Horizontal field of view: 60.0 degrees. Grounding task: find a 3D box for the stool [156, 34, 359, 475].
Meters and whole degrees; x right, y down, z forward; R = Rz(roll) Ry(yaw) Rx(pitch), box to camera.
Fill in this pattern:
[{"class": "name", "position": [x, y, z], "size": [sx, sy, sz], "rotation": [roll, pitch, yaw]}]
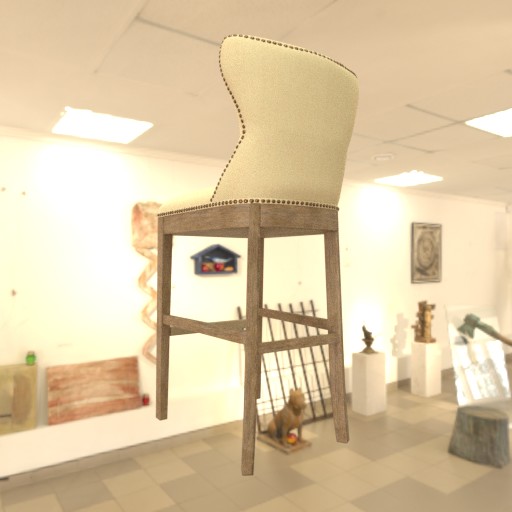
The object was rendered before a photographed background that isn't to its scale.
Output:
[{"class": "stool", "position": [0.000, 0.000, 1.419], "size": [0.494, 1.123, 0.606], "rotation": [1, -1, -35]}]
